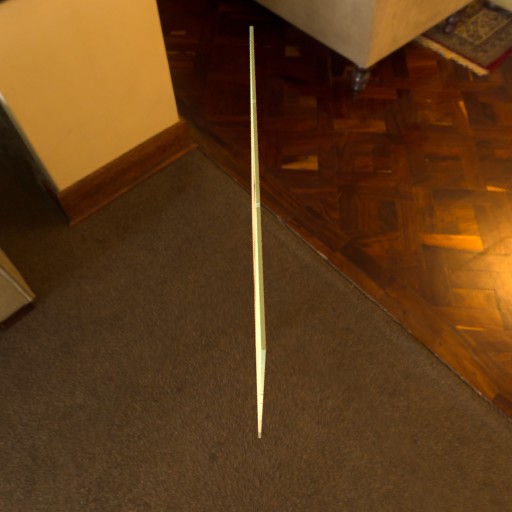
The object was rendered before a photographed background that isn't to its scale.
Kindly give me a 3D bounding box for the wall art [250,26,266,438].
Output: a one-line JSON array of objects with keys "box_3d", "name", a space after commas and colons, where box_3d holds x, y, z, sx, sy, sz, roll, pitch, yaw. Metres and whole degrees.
[{"box_3d": [0.000, 0.000, 2.273, 0.013, 1.523, 1.517, -1, 59, -1], "name": "wall art"}]
